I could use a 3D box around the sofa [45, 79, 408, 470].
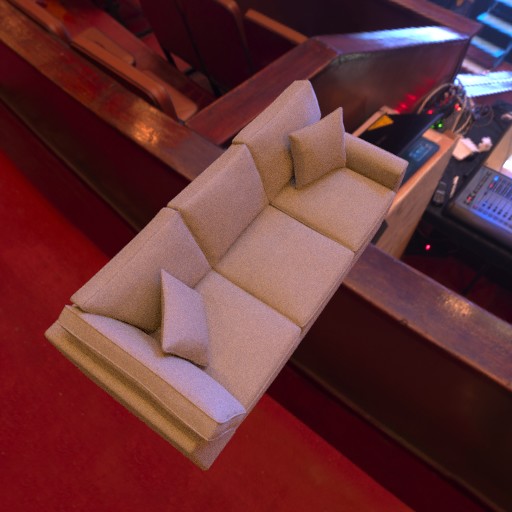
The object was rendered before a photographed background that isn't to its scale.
[{"bbox_3d":[0.000,0.000,2.830,1.061,0.962,2.317,31,63,18],"label":"sofa"}]
